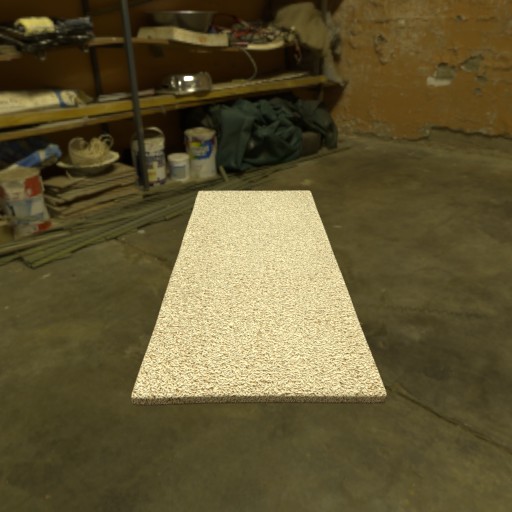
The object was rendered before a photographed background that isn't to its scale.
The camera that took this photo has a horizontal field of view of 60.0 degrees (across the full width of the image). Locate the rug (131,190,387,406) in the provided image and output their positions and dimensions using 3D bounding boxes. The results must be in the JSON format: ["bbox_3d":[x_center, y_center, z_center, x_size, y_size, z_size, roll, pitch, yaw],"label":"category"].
[{"bbox_3d":[0.000,0.000,1.725,0.609,0.030,1.524,0,27,-1],"label":"rug"}]
